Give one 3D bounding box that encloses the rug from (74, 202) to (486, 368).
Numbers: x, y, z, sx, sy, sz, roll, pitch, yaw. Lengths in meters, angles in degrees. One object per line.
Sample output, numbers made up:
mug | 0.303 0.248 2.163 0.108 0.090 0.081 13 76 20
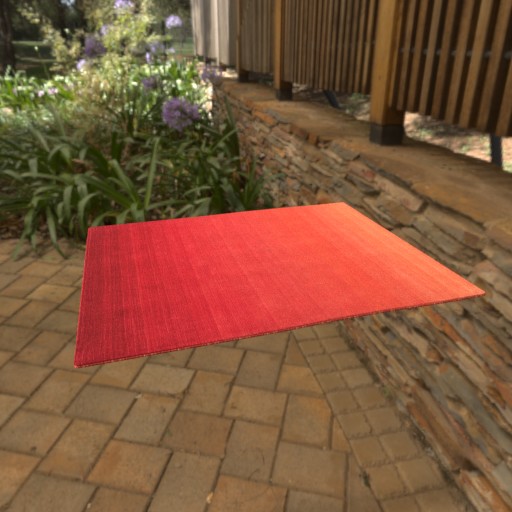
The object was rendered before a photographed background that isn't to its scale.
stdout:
rug | 0.000 0.000 3.941 2.905 0.028 2.340 -7 26 -15
